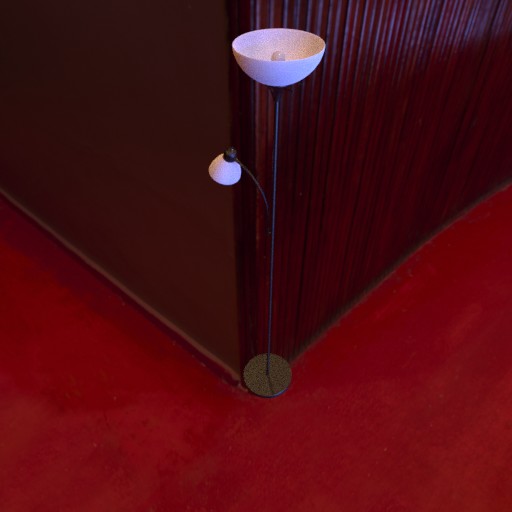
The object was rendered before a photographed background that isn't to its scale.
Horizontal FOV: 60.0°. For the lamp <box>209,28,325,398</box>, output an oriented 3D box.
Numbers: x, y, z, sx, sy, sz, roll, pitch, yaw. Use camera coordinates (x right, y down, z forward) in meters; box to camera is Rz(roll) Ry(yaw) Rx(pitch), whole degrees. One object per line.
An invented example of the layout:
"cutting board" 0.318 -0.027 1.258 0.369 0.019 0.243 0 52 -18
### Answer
"lamp" 0.000 0.000 1.943 0.442 1.804 0.279 30 51 27
